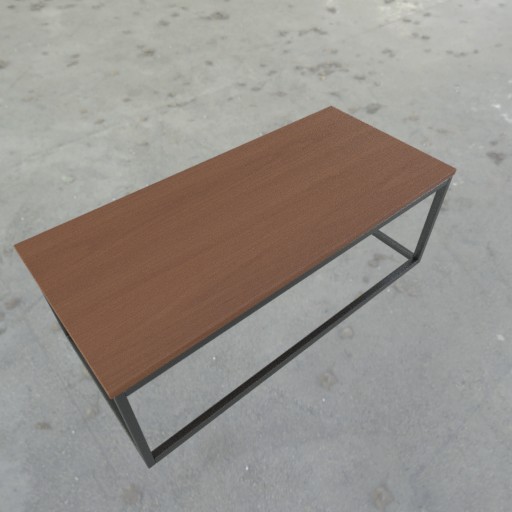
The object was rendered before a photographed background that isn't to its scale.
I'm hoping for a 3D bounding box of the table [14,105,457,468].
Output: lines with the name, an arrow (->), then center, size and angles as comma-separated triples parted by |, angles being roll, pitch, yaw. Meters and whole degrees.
table -> 0.000, 0.000, 1.317 | 1.100, 0.400, 0.500 | -31, 53, -26
